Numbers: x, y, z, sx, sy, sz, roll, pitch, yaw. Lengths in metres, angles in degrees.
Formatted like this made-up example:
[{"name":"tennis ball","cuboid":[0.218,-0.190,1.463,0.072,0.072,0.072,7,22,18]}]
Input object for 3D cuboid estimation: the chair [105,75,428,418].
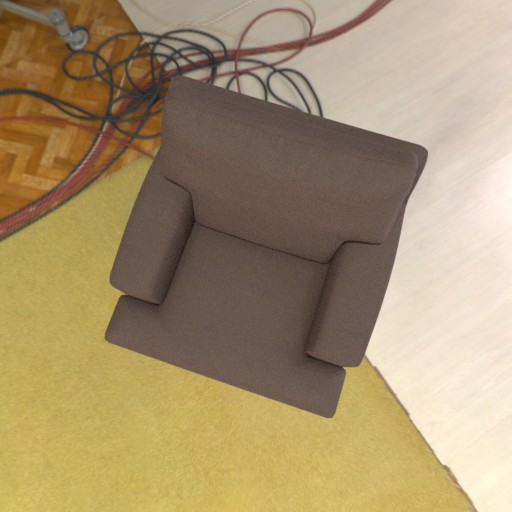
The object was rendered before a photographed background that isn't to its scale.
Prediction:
[{"name":"chair","cuboid":[0.000,0.000,2.003,1.168,0.940,1.143,18,77,4]}]
